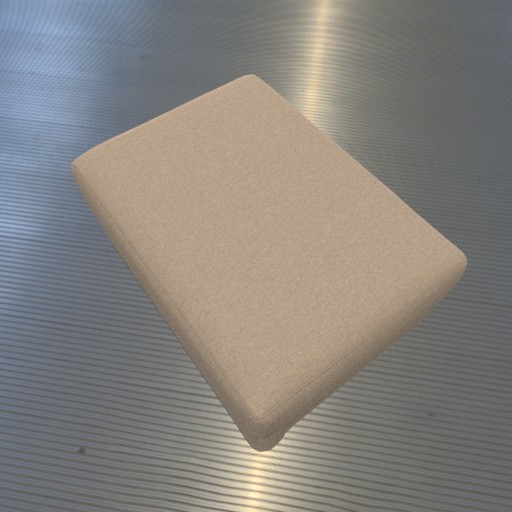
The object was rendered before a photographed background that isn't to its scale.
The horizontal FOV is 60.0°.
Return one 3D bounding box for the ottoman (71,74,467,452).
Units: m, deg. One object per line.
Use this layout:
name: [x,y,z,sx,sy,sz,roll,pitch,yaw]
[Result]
ottoman: [0.000,0.000,1.143,0.574,0.497,0.773,-33,64,-18]
